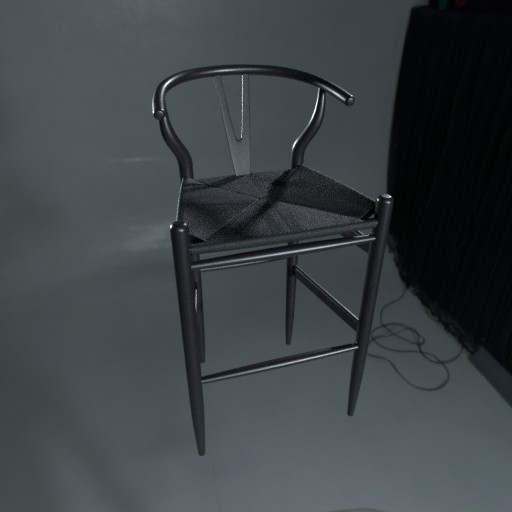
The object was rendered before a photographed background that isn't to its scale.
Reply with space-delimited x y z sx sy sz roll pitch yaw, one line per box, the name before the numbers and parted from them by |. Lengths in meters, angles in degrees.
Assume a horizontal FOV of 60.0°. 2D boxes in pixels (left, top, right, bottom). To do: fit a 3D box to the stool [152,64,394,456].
stool | 0.000 0.000 1.428 0.569 1.072 0.579 -9 32 -14
